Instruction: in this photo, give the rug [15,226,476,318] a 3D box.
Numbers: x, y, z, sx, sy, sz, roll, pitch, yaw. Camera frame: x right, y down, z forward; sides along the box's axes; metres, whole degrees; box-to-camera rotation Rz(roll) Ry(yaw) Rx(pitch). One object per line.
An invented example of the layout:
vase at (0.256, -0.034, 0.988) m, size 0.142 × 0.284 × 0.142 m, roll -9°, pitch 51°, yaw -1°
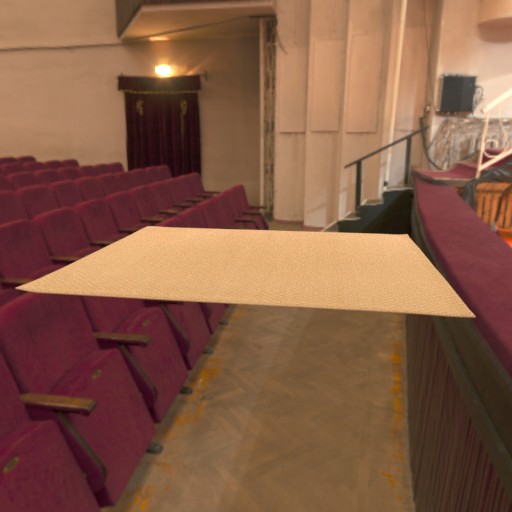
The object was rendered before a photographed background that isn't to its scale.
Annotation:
rug at (0.000, 0.000, 3.818) m, size 2.897 × 0.035 × 2.277 m, roll 2°, pitch 15°, yaw 9°
